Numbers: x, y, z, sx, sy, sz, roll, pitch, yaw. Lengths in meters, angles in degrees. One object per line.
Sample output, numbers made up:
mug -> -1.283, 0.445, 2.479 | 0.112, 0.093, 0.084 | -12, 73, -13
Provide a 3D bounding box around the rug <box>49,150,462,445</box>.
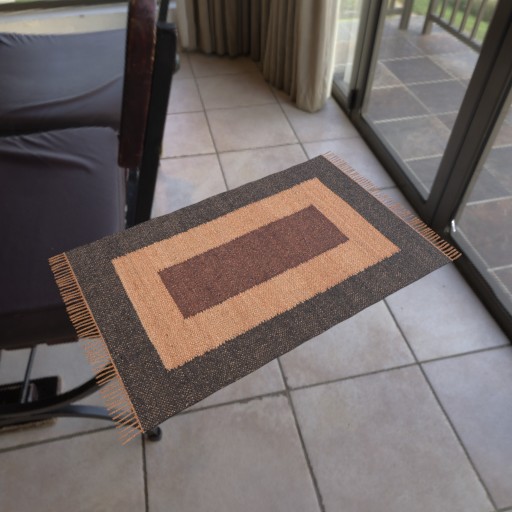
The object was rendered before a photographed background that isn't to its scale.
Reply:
rug -> 0.000, 0.000, 1.895 | 1.541, 0.013, 0.920 | -24, 52, -21
